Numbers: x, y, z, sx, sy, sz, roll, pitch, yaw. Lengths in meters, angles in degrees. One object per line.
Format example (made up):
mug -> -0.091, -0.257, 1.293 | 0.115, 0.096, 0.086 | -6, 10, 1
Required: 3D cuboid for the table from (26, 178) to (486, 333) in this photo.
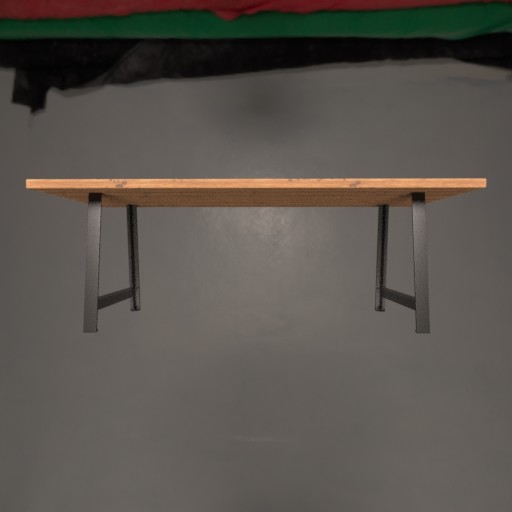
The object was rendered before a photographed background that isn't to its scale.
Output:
table -> 0.000, 0.000, 2.622 | 2.200, 0.757, 1.000 | 0, 1, 1
